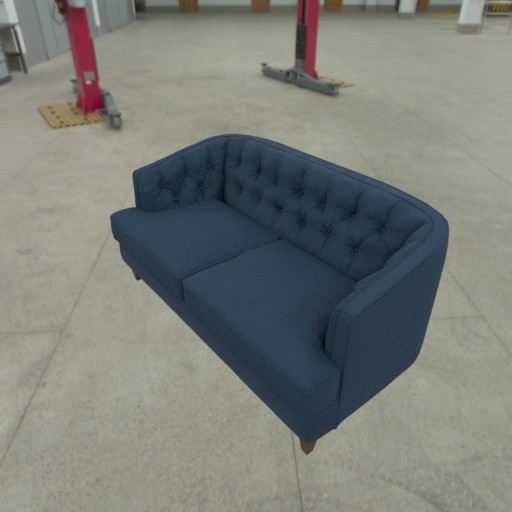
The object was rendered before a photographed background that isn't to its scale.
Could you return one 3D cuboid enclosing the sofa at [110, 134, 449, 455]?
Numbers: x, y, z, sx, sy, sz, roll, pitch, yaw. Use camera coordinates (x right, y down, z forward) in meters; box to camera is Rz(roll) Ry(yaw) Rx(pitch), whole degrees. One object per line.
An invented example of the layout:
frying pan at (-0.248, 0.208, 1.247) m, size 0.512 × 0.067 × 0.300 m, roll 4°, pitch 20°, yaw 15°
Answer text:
sofa at (0.000, 0.000, 2.327) m, size 0.941 × 0.854 × 1.733 m, roll -23°, pitch 39°, yaw -32°
